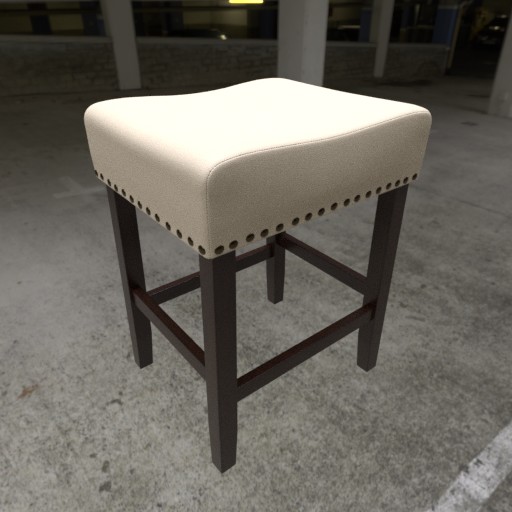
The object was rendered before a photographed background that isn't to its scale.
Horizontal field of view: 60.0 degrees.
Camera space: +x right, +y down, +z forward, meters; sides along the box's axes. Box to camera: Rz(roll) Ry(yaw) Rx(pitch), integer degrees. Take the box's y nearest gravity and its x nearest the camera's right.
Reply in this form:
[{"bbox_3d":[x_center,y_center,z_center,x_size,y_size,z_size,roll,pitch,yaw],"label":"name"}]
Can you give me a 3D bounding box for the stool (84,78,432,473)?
[{"bbox_3d":[0.000,0.000,0.912,0.471,0.609,0.401,-22,37,-32],"label":"stool"}]
